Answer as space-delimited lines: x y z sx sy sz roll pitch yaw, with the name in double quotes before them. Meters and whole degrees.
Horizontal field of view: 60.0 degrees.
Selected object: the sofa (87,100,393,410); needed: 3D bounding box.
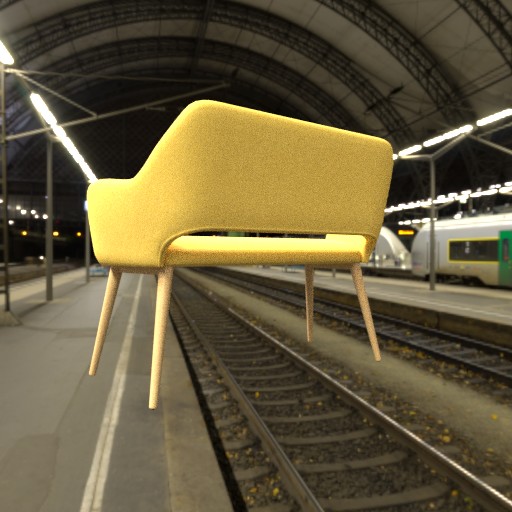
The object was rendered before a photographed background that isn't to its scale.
"sofa" 0.000 0.000 1.621 1.150 0.840 0.610 0 1 -35
